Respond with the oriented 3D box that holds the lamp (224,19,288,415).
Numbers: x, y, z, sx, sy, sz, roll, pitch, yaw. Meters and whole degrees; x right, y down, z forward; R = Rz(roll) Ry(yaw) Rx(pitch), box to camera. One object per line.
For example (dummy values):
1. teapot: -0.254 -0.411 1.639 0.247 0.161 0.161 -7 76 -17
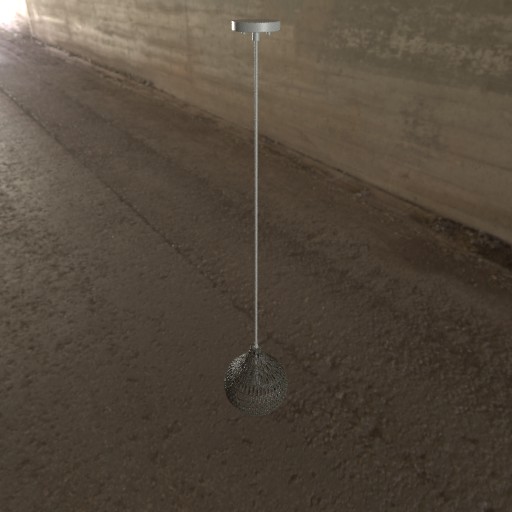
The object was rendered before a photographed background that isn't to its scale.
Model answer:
1. lamp: 0.000 0.000 2.042 0.355 1.919 0.355 10 33 15
